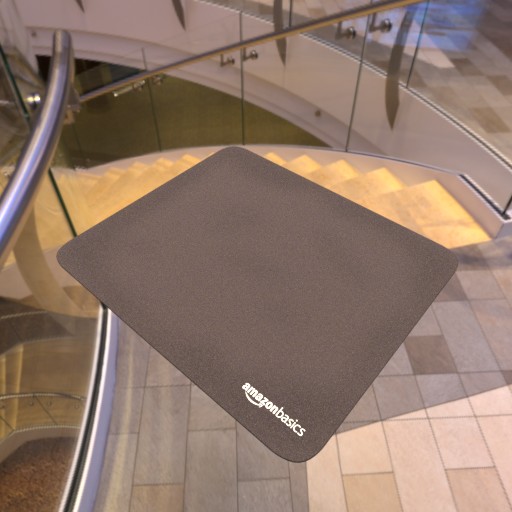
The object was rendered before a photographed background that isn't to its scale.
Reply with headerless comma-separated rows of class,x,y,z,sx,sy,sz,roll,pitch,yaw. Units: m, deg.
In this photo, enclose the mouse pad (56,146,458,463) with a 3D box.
mouse pad,0.000,0.000,0.438,0.315,0.002,0.269,32,54,27
